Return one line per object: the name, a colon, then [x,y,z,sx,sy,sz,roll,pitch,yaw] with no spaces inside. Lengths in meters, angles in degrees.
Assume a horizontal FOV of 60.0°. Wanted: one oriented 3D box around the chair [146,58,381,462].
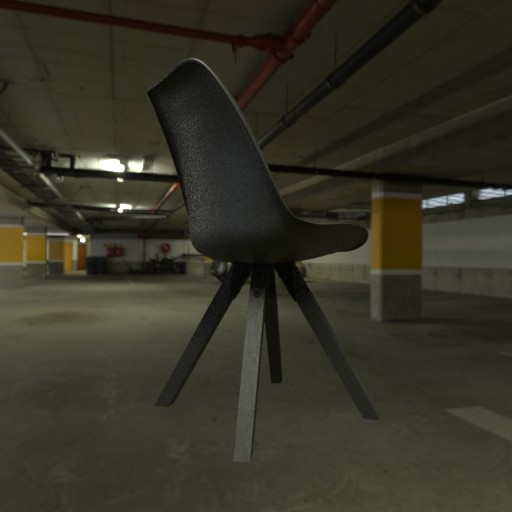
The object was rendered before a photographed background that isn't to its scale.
chair: [0.000,0.000,1.192,0.550,0.850,0.485,0,0,-35]
